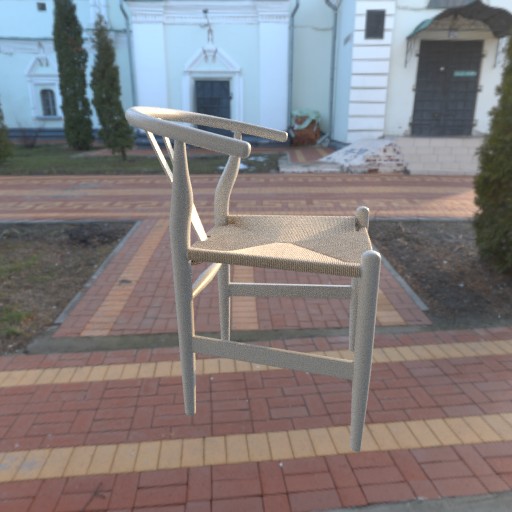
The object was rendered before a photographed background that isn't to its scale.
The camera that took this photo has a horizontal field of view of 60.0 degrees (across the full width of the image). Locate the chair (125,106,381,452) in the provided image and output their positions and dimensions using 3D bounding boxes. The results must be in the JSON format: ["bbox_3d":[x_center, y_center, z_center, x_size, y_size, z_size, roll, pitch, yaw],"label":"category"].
[{"bbox_3d":[0.000,0.000,1.138,0.579,0.730,0.569,3,18,10],"label":"chair"}]
